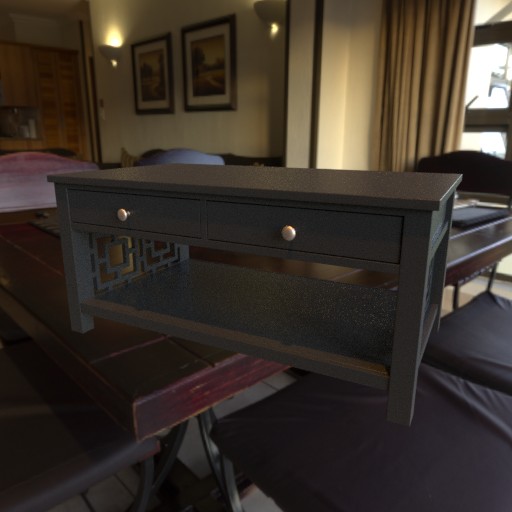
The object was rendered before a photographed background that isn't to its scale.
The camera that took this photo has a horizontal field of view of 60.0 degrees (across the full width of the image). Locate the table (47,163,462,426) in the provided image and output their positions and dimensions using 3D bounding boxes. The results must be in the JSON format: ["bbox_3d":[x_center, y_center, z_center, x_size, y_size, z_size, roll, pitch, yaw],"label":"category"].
[{"bbox_3d":[0.000,0.000,1.364,1.068,0.493,0.612,8,17,27],"label":"table"}]
